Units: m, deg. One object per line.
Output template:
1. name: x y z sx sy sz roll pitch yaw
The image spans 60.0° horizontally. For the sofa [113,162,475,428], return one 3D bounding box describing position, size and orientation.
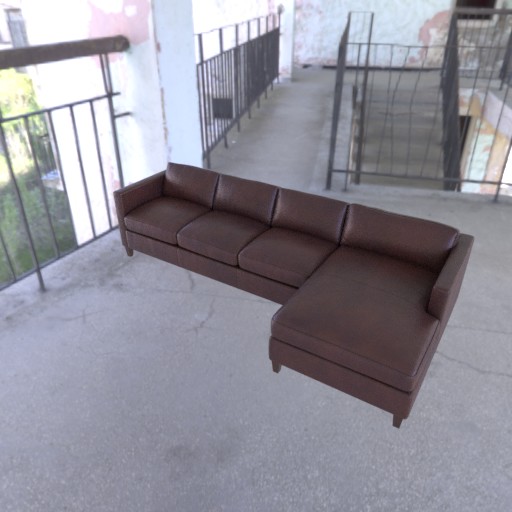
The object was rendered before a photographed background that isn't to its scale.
1. sofa: 0.000 0.000 3.896 3.203 0.883 1.581 18 35 28
